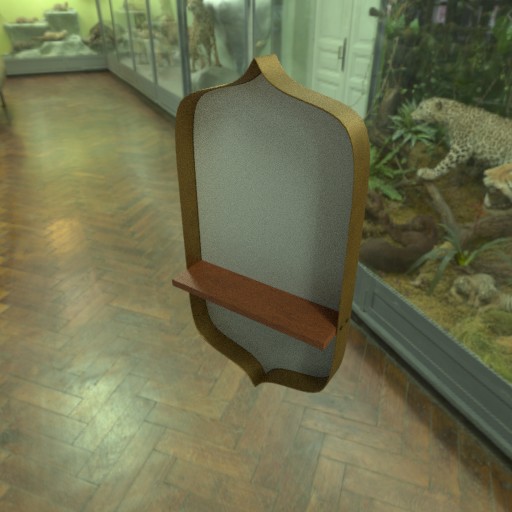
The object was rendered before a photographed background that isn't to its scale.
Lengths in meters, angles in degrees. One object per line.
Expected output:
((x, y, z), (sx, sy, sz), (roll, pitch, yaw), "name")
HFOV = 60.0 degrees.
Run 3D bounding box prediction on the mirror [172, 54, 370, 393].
((0.000, 0.000, 0.744), (0.323, 0.613, 0.096), (19, 36, 29), "mirror")
